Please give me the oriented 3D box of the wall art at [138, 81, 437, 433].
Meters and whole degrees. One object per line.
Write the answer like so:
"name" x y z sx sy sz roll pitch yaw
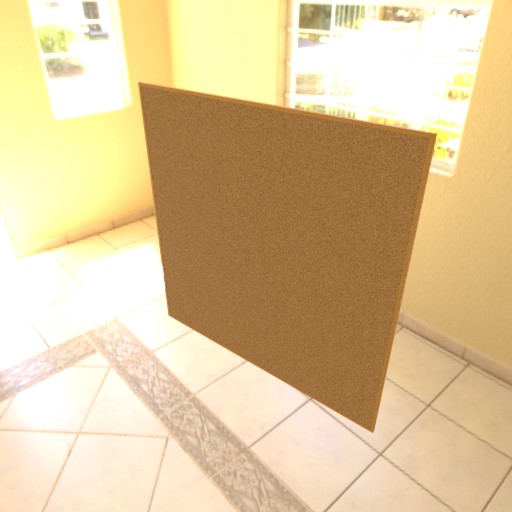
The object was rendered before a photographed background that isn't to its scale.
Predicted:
"wall art" 0.000 0.000 1.430 0.962 0.959 0.013 22 38 32
